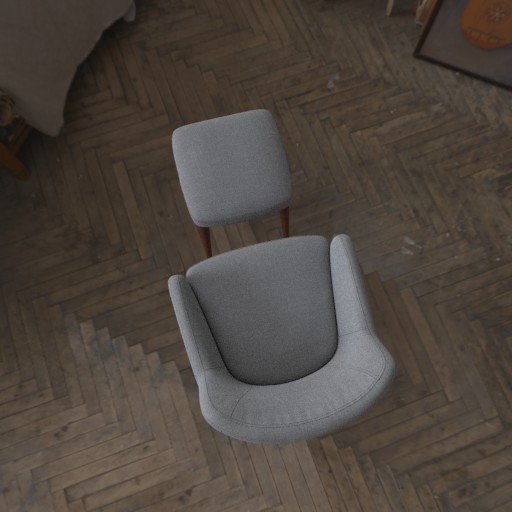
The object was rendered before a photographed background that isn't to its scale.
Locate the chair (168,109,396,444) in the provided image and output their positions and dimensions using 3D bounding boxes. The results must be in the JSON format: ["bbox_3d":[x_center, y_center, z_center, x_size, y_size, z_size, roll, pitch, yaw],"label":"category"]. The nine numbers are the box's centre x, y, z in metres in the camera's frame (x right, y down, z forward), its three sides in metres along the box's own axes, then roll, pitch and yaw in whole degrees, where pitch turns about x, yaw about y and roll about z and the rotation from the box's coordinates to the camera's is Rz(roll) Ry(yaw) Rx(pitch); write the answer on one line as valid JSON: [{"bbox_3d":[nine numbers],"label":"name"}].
[{"bbox_3d":[0.000,0.000,1.532,0.584,0.799,1.107,-14,76,-4],"label":"chair"}]
